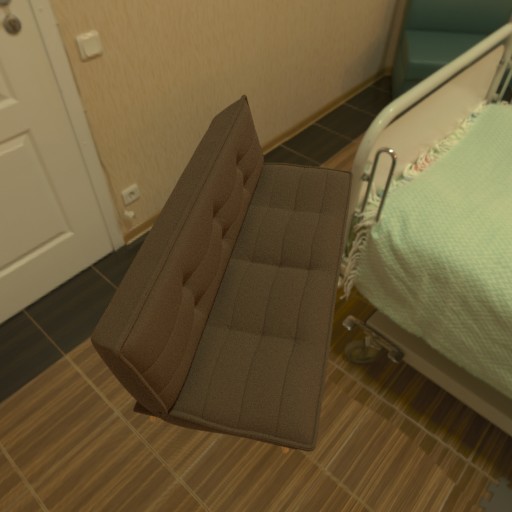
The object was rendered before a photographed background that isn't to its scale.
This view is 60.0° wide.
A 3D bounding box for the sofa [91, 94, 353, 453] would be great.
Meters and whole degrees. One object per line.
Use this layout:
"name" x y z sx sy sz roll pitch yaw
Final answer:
"sofa" 0.000 0.000 2.487 0.950 0.890 1.940 10 48 9
